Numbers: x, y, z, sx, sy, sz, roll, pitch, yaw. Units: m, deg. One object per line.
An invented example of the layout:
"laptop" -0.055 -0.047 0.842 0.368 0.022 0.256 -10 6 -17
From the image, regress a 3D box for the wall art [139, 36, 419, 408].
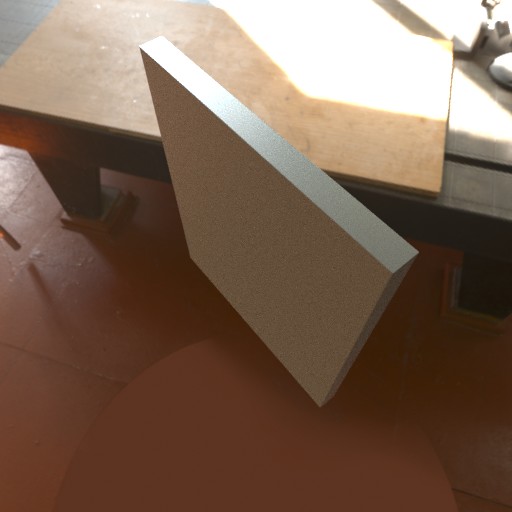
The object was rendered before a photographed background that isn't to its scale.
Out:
"wall art" 0.000 0.000 0.747 0.038 0.549 0.452 -35 65 -19
